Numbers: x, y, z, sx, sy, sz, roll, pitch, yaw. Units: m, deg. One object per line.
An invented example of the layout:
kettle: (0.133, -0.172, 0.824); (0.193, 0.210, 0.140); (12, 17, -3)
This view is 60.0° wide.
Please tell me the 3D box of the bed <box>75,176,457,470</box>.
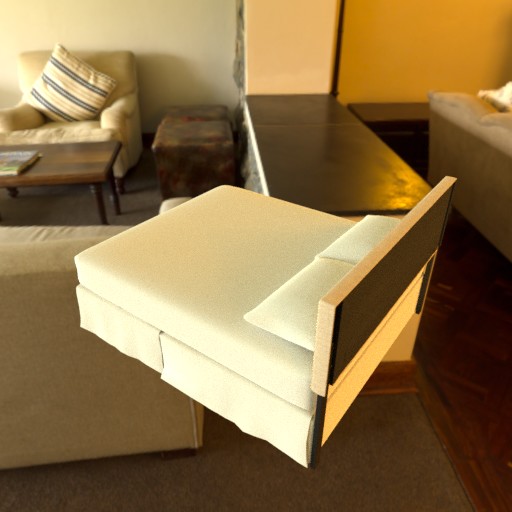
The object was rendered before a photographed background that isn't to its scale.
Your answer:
bed: (0.000, 0.000, 2.879); (1.876, 1.016, 1.616); (21, 37, 31)
